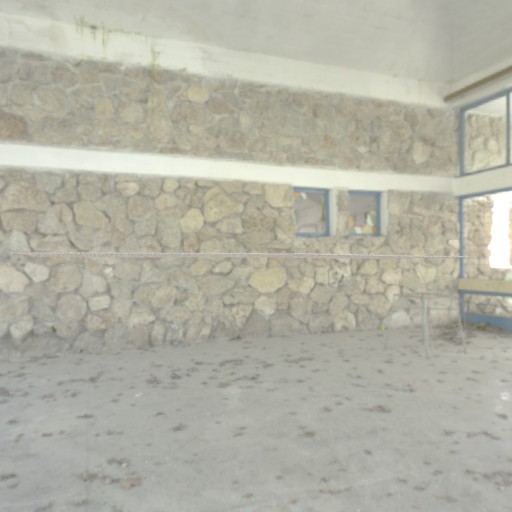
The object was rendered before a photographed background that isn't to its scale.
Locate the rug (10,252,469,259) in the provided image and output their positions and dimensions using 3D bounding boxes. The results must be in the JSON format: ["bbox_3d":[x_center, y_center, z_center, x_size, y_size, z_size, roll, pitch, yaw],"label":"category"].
[{"bbox_3d":[0.000,0.000,2.474,2.346,0.013,0.712,0,-1,-20],"label":"rug"}]
